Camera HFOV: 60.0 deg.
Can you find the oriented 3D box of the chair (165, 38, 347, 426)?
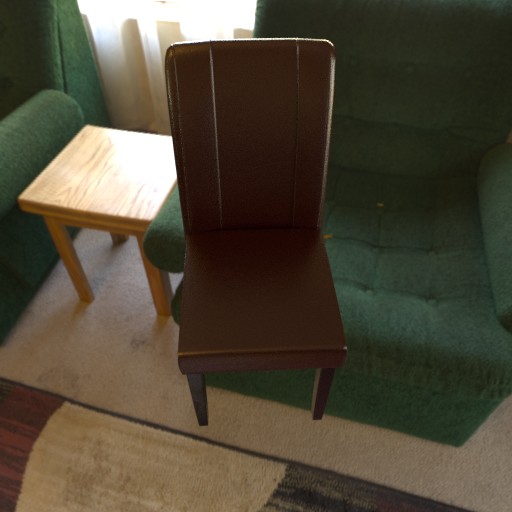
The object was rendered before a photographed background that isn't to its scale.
[{"bbox_3d":[0.000,0.000,1.161,0.399,0.897,0.556,-2,47,-2],"label":"chair"}]
